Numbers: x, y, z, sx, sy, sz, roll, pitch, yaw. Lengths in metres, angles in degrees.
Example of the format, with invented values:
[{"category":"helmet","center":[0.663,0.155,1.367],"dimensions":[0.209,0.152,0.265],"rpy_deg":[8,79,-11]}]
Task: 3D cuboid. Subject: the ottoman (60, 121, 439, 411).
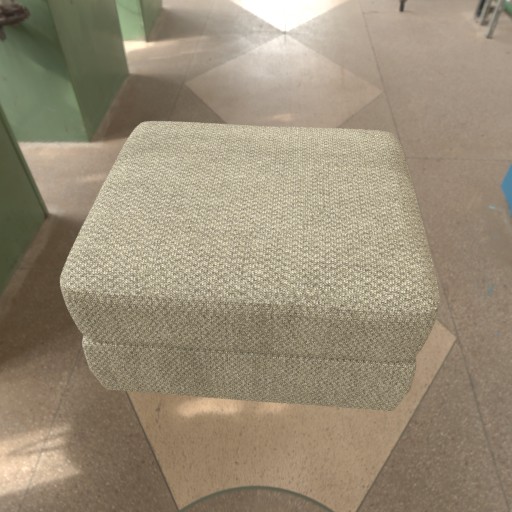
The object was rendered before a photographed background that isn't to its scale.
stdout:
[{"category":"ottoman","center":[0.000,0.000,1.127],"dimensions":[0.751,0.476,0.603],"rpy_deg":[3,47,3]}]
